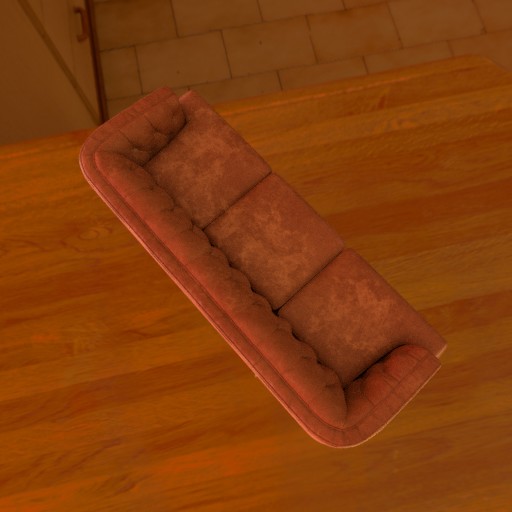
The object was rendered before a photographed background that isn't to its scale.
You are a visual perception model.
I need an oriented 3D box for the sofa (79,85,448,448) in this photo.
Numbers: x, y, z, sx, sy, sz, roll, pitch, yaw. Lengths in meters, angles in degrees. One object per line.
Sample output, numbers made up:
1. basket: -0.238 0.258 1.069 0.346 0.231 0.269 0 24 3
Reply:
1. sofa: 0.000 0.000 2.654 0.922 0.791 2.257 -41 79 -10
